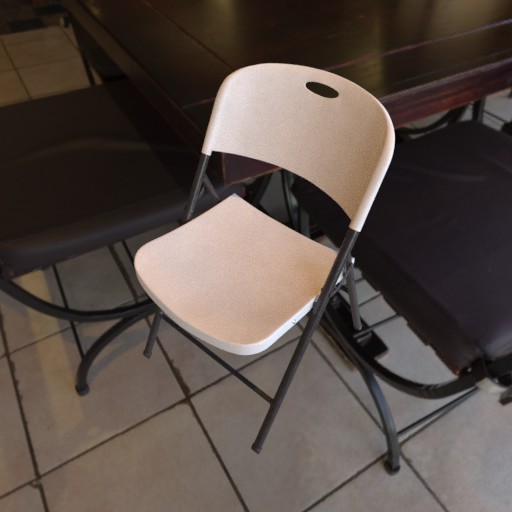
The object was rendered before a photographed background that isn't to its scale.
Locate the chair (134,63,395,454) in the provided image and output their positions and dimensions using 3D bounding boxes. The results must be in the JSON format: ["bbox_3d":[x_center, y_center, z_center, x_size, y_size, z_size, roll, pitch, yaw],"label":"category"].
[{"bbox_3d":[0.000,0.000,1.186,0.494,0.810,0.566,31,54,27],"label":"chair"}]
